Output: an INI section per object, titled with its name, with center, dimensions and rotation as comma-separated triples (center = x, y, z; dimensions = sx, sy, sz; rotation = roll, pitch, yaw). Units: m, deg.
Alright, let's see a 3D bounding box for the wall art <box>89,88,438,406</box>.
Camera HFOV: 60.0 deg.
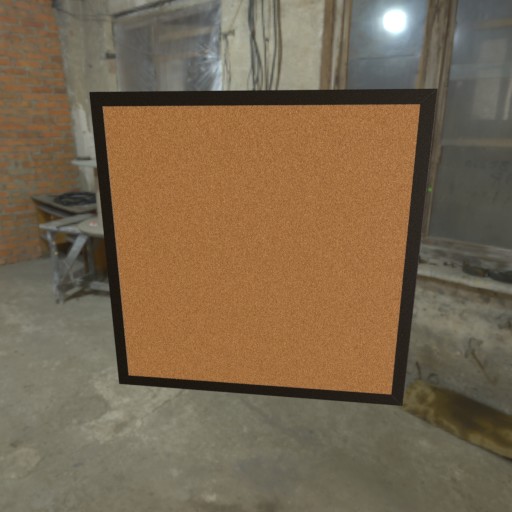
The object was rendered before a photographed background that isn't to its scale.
[wall art]
center = 0.000, 0.000, 1.094
dimensions = 0.765, 0.765, 0.038
rotation = 2, 17, 7
